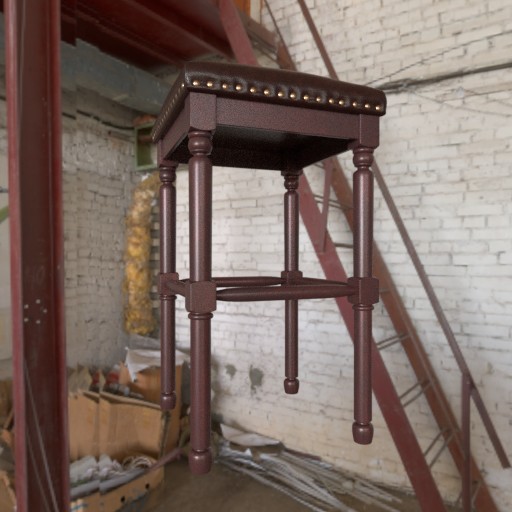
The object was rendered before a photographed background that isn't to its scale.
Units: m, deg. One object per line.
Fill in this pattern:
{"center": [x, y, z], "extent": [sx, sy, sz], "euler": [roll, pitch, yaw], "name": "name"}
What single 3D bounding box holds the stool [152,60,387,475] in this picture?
{"center": [0.000, 0.000, 0.930], "extent": [0.382, 0.702, 0.383], "euler": [0, 0, -21], "name": "stool"}
